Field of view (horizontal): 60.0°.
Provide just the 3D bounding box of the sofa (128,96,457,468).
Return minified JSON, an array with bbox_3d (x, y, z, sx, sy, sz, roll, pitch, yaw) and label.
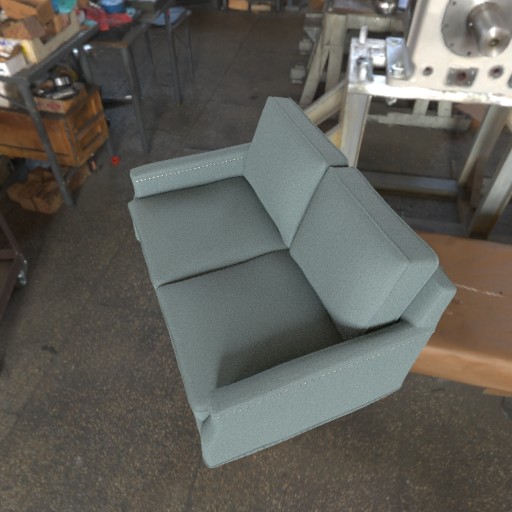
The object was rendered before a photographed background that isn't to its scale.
[{"bbox_3d":[0.000,0.000,2.280,1.084,1.003,1.597,-16,49,-15],"label":"sofa"}]
